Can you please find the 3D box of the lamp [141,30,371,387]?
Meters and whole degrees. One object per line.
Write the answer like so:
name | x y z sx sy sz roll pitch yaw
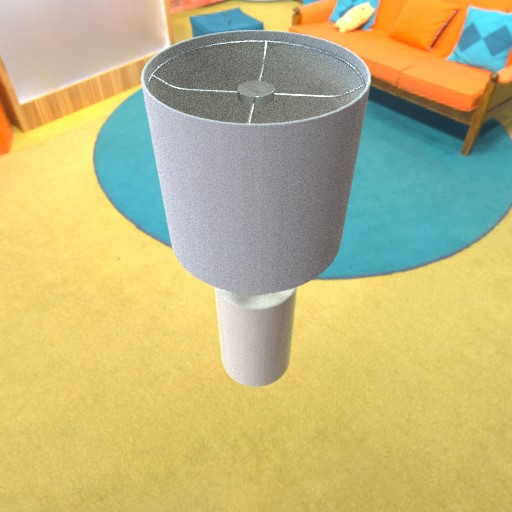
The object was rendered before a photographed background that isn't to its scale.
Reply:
lamp | 0.000 0.000 0.587 0.212 0.493 0.212 4 45 5
